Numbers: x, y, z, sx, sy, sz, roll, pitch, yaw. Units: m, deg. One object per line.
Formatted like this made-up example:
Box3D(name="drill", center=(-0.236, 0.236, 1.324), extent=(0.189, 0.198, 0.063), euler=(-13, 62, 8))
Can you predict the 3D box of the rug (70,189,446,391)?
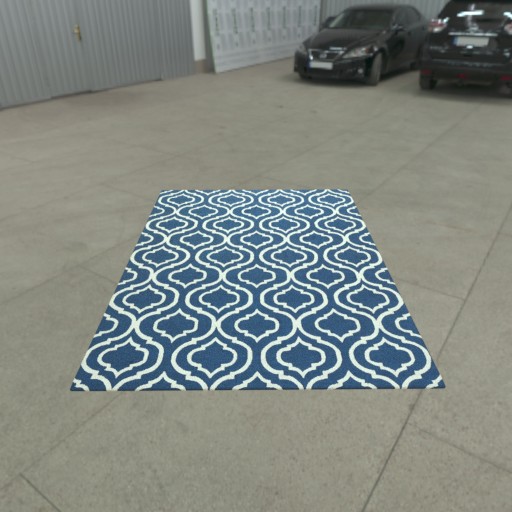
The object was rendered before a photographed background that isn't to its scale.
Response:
Box3D(name="rug", center=(0.000, 0.000, 2.709), extent=(1.524, 0.010, 2.134), euler=(0, 30, 0))
